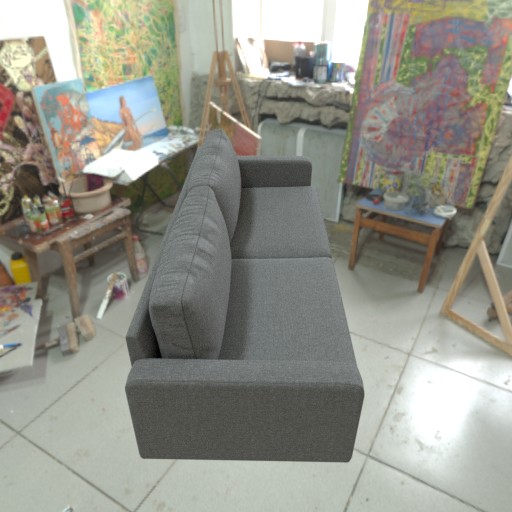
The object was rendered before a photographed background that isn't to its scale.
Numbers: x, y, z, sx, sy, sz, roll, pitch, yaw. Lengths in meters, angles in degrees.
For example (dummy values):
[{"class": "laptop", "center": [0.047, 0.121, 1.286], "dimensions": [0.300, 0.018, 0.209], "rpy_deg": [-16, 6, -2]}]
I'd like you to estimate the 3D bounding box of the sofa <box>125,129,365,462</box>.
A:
[{"class": "sofa", "center": [0.000, 0.000, 2.531], "dimensions": [0.880, 0.880, 2.200], "rpy_deg": [1, 33, 1]}]
